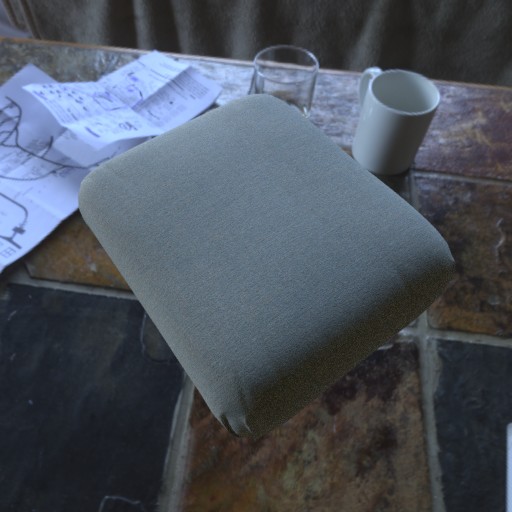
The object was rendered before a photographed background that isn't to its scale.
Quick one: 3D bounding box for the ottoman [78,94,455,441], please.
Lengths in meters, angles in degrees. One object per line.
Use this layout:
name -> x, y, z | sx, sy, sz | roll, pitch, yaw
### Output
ottoman -> 0.000, 0.000, 1.137 | 0.622, 0.450, 0.747 | -32, 63, -19
